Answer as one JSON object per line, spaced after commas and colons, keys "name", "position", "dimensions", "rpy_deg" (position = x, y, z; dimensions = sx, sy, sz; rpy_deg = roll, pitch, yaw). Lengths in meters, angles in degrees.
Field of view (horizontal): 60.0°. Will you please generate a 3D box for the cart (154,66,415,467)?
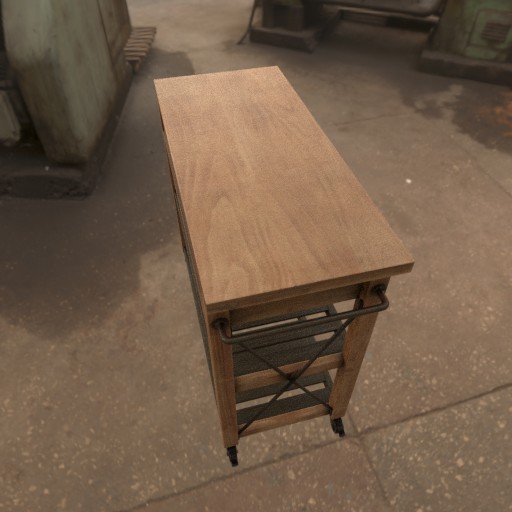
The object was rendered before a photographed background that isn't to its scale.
{"name": "cart", "position": [0.000, 0.000, 0.987], "dimensions": [0.298, 0.554, 0.686], "rpy_deg": [-11, 47, -10]}
